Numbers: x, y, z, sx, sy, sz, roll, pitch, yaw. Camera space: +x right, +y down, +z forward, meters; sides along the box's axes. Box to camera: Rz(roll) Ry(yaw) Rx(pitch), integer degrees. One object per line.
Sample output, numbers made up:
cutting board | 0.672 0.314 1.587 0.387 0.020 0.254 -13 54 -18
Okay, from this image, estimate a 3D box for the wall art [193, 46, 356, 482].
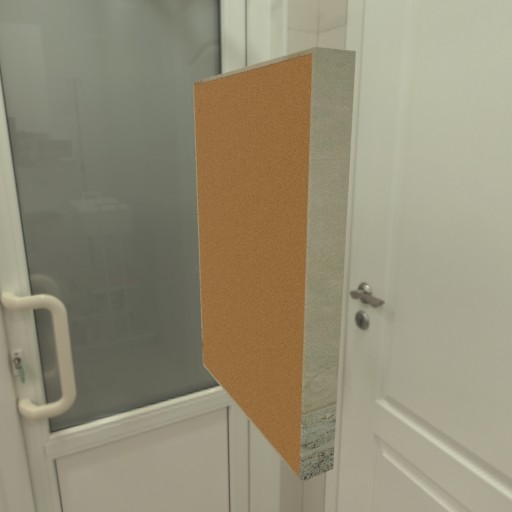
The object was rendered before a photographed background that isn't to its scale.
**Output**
wall art | 0.000 0.000 0.488 0.038 0.381 0.254 -8 17 -27
